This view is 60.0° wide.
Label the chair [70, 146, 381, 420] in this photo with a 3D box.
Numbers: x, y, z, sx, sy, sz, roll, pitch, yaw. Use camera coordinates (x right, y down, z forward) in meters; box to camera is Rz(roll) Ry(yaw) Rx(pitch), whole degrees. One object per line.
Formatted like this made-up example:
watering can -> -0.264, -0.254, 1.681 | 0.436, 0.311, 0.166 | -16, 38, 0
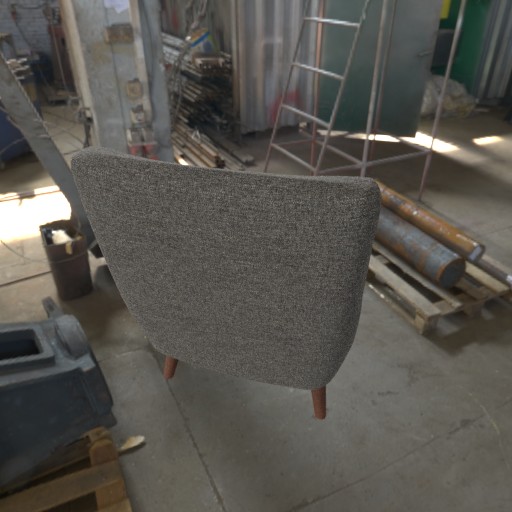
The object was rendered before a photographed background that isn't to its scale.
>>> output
chair -> 0.000, 0.000, 1.747 | 0.889, 1.039, 0.940 | 10, 33, 15
